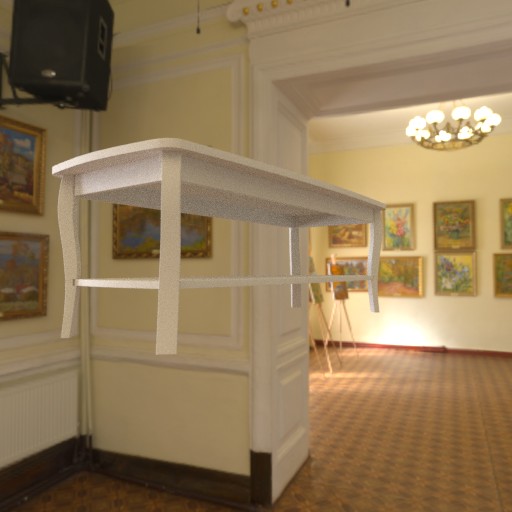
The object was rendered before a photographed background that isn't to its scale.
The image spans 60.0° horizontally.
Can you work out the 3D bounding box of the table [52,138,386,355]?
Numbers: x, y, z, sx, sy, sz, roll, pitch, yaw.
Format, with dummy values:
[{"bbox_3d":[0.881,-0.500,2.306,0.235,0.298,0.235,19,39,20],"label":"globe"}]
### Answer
[{"bbox_3d":[0.000,0.000,1.606,0.561,0.474,1.334,-1,-2,37],"label":"table"}]
